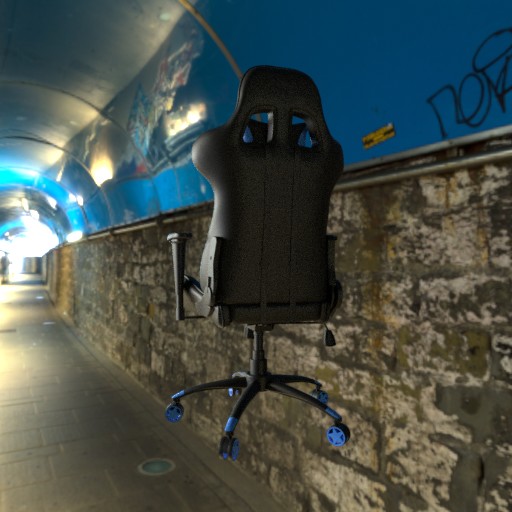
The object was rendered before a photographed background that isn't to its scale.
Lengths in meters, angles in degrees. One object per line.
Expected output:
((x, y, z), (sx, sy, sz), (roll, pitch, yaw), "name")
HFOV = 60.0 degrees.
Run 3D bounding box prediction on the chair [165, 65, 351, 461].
((0.000, 0.000, 1.759), (0.695, 1.282, 0.730), (0, -1, -18), "chair")
